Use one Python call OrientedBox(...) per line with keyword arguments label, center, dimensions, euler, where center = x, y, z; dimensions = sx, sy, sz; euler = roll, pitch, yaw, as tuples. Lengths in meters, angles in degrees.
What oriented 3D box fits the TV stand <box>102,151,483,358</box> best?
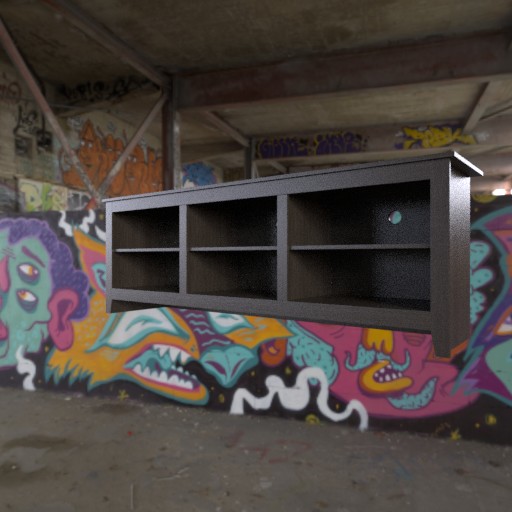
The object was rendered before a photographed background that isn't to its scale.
OrientedBox(label="TV stand", center=(0.000, 0.000, 1.998), dimensions=(1.778, 0.610, 0.406), euler=(0, 0, 38))
